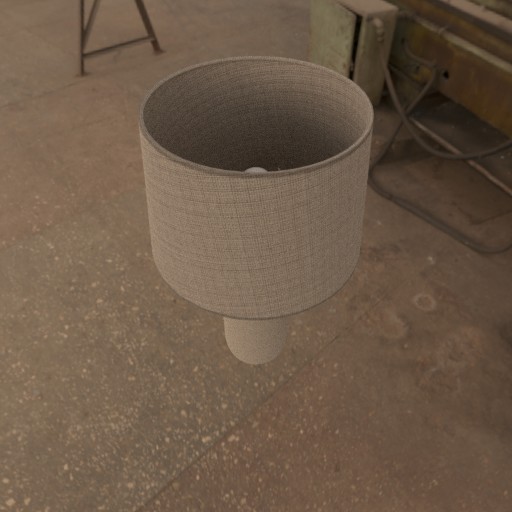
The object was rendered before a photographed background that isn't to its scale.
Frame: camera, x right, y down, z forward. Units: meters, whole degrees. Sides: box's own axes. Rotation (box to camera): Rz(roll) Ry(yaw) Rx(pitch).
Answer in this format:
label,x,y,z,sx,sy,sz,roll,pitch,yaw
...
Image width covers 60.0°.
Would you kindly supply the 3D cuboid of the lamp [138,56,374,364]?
label,x,y,z,sx,sy,sz,roll,pitch,yaw
lamp,0.000,0.000,0.831,0.367,0.609,0.367,0,47,0
